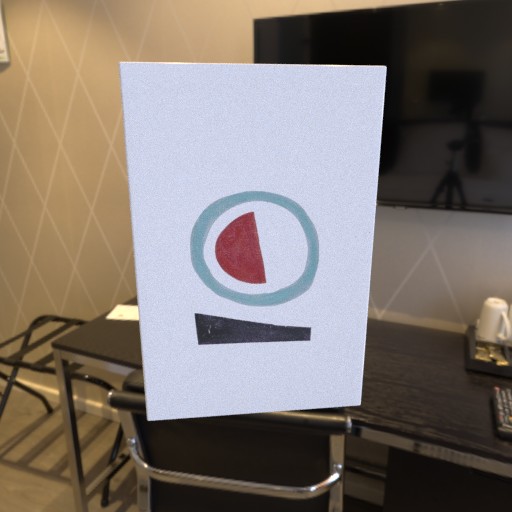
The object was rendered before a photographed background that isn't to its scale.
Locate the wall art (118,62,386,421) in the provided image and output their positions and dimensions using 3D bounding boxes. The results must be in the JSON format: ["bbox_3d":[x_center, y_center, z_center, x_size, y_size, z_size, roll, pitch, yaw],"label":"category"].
[{"bbox_3d":[0.000,0.000,1.130,0.602,0.902,0.048,-2,17,-6],"label":"wall art"}]
